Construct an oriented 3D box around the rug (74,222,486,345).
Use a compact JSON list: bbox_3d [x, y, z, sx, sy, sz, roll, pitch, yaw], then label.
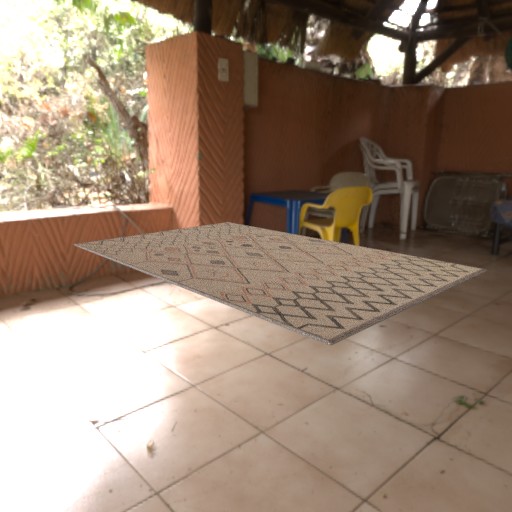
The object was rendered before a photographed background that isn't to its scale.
[{"bbox_3d":[0.000,0.000,3.026,1.524,0.015,2.438,-12,18,-42],"label":"rug"}]
